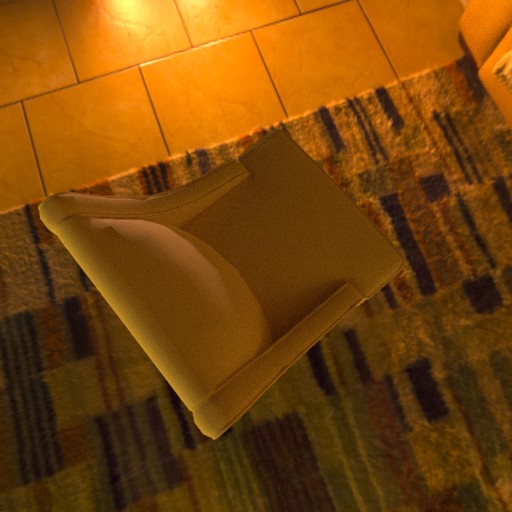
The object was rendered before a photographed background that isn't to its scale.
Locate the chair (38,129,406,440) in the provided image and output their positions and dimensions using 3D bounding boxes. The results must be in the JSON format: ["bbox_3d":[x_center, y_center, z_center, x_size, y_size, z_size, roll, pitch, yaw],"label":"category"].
[{"bbox_3d":[0.000,0.000,1.450,0.806,0.886,0.689,-39,78,-10],"label":"chair"}]
